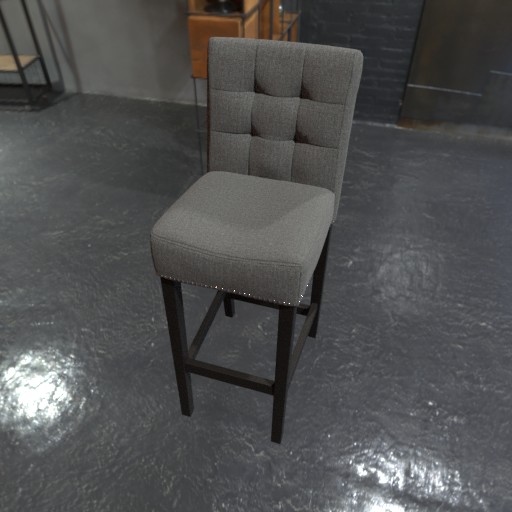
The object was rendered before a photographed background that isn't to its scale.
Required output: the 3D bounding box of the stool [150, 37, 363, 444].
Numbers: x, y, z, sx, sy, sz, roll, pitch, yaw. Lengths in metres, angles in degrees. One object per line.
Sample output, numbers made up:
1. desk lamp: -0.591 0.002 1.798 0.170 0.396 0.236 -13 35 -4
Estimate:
1. stool: 0.000 0.000 1.298 0.411 1.047 0.548 12 42 13
